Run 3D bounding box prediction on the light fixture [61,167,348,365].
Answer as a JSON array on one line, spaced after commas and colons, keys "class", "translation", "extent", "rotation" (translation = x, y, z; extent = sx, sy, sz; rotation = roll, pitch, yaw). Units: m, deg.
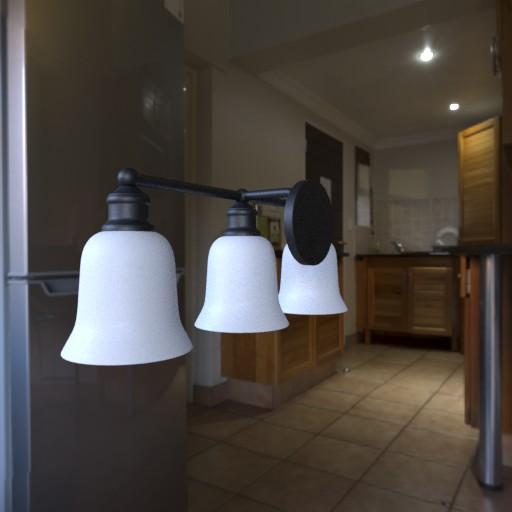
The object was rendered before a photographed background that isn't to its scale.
[{"class": "light fixture", "translation": [0.000, 0.000, 0.666], "extent": [0.198, 0.211, 0.570], "rotation": [1, 1, 36]}]
